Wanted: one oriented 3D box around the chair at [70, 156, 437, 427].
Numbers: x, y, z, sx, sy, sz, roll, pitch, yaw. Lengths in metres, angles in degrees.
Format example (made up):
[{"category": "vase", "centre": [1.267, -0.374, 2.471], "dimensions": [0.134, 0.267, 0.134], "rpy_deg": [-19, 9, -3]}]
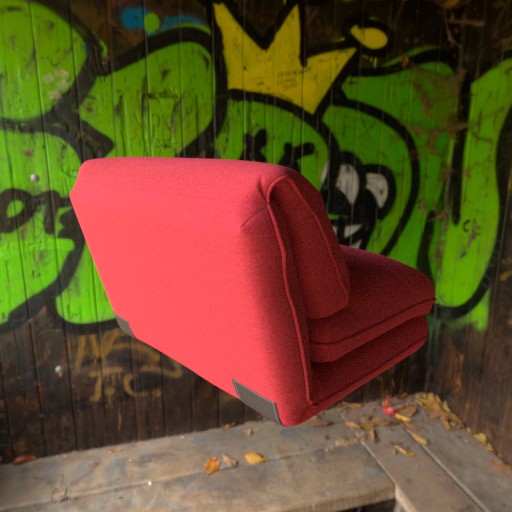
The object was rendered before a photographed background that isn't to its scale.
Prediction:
[{"category": "chair", "centre": [0.000, 0.000, 1.319], "dimensions": [0.780, 0.580, 0.820], "rpy_deg": [-13, 19, -42]}]
